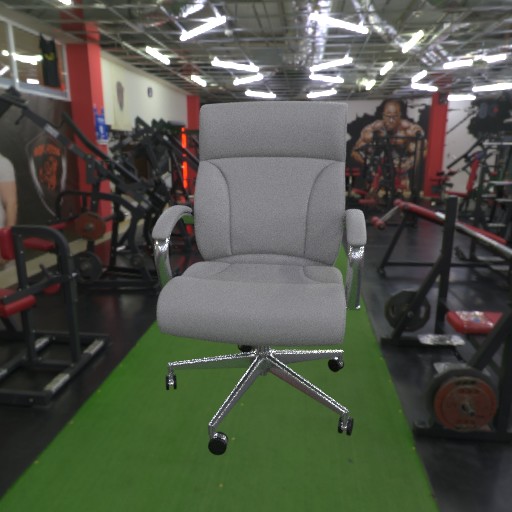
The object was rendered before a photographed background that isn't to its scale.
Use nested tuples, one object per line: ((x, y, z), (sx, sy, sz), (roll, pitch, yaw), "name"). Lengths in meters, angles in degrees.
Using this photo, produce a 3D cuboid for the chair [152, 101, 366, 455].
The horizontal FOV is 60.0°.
((0.000, 0.000, 1.589), (0.727, 1.099, 0.745), (2, 14, 8), "chair")
